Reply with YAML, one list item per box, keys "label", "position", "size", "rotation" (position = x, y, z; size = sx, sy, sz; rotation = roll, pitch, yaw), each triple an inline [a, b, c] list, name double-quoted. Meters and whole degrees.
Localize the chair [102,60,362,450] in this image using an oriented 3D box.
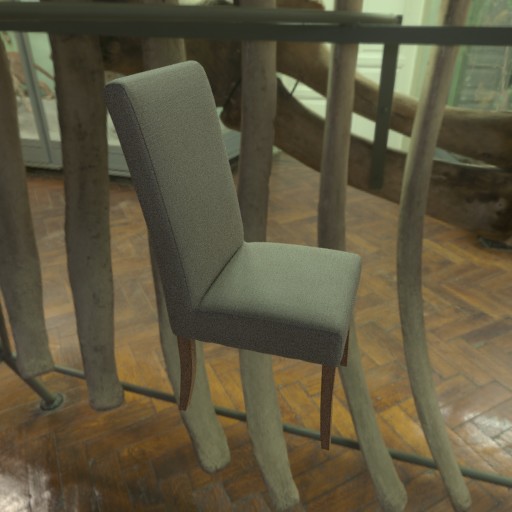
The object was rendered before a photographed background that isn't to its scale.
- label: "chair"
  position: [0.000, 0.000, 1.344]
  size: [0.611, 1.033, 0.450]
  rotation: [9, 31, 16]
